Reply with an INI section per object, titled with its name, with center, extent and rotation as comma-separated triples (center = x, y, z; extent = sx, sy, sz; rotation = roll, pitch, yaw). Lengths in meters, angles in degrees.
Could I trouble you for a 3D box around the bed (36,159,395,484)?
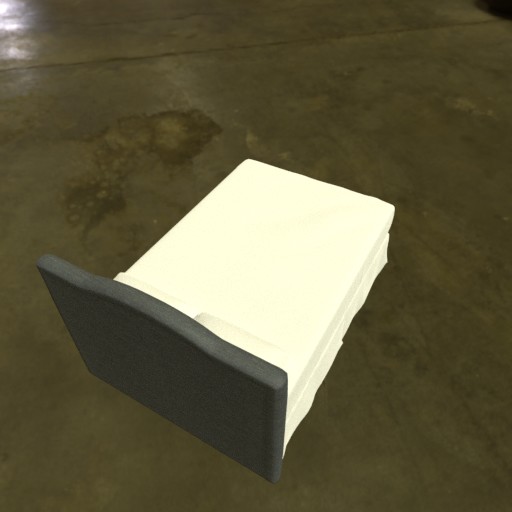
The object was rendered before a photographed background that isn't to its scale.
[bed]
center = 0.000, 0.000, 3.582
extent = 1.747, 1.441, 2.507
rotation = 22, 49, 21
